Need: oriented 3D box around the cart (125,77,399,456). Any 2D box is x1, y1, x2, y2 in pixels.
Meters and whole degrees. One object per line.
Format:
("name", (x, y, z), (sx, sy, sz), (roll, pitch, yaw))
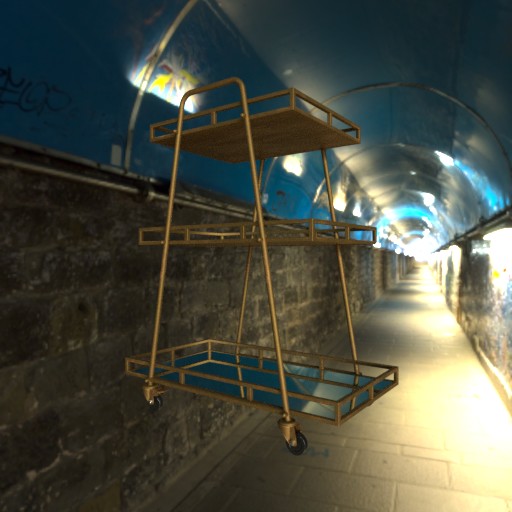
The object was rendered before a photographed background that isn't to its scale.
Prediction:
("cart", (0.000, 0.000, 1.298), (0.711, 0.883, 0.441), (0, 0, 36))
